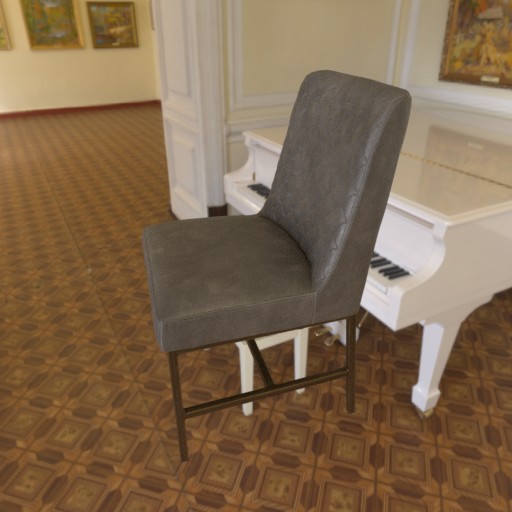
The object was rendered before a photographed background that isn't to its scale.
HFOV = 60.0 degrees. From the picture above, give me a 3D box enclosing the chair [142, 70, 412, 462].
[{"bbox_3d":[0.000,0.000,1.207,0.587,0.889,0.508,-8,29,-14],"label":"chair"}]
